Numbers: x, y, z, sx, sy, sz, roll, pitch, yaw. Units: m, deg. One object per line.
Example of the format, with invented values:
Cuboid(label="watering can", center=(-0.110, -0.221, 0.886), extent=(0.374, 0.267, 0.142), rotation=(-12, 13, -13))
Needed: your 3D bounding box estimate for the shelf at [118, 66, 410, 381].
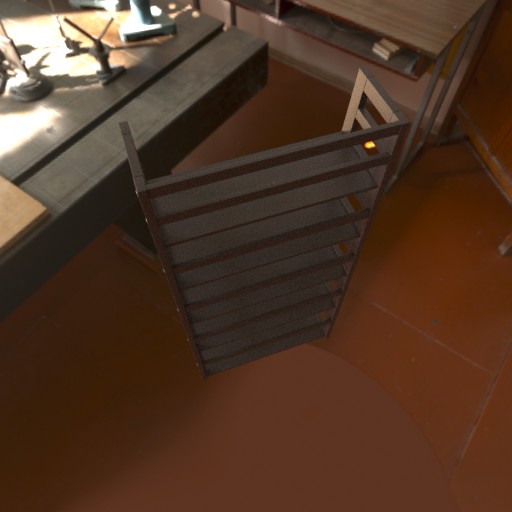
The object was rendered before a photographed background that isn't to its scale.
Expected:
Cuboid(label="shelf", center=(0.000, 0.000, 1.934), extent=(0.763, 1.600, 0.403), rotation=(-17, 60, -10))
